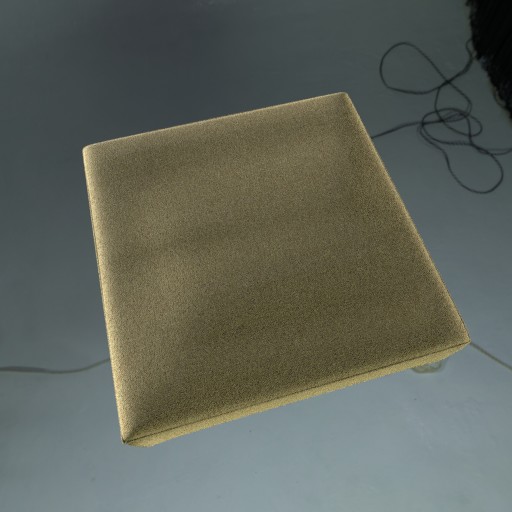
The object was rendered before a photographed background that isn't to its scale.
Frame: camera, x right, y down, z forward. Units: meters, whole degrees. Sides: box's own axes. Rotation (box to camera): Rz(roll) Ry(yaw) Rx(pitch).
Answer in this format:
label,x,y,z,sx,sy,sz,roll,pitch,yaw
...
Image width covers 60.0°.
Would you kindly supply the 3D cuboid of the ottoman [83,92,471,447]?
label,x,y,z,sx,sy,sz,roll,pitch,yaw
ottoman,0.000,0.000,1.492,0.970,0.378,0.981,-14,65,-7
